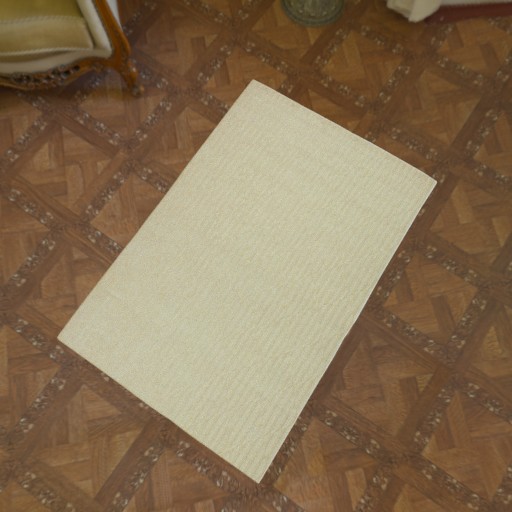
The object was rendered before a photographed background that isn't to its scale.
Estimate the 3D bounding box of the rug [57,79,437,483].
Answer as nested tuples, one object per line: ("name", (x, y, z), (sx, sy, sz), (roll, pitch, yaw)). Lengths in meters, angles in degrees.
("rug", (0.000, 0.000, 2.373), (1.238, 0.014, 1.848), (32, 77, 8))
